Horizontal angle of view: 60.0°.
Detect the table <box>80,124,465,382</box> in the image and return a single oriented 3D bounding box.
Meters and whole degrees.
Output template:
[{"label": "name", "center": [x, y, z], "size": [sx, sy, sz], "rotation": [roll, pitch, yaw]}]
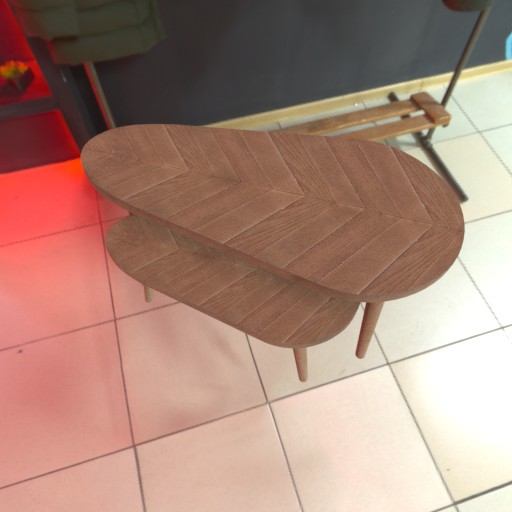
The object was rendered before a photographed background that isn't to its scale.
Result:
[{"label": "table", "center": [0.000, 0.000, 1.560], "size": [1.190, 0.595, 0.701], "rotation": [14, 61, 8]}]
